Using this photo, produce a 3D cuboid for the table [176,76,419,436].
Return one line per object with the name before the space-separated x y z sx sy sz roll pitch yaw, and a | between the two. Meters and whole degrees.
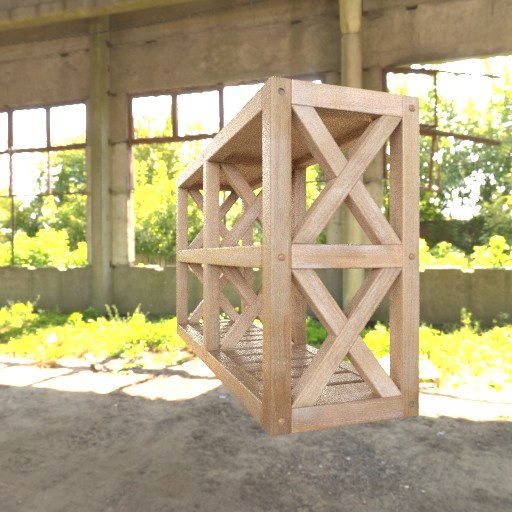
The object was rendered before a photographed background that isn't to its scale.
table | 0.000 0.000 1.614 0.381 0.762 1.320 0 0 -19
